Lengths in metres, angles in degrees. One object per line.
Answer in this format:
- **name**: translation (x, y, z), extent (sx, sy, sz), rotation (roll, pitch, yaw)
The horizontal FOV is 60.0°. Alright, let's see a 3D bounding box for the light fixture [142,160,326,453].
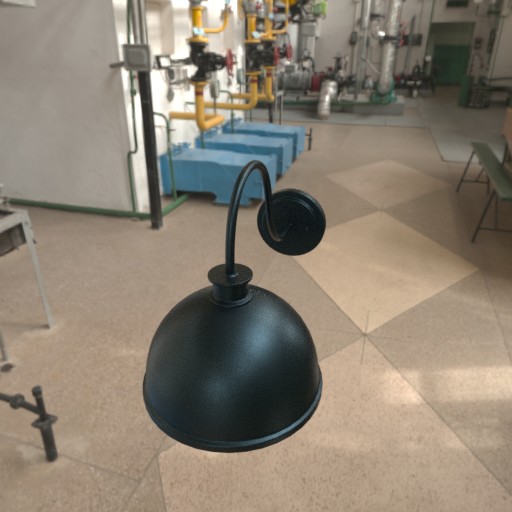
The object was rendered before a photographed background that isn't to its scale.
- **light fixture**: translation (0.000, 0.000, 0.663), extent (0.253, 0.295, 0.467), rotation (8, 27, 16)
